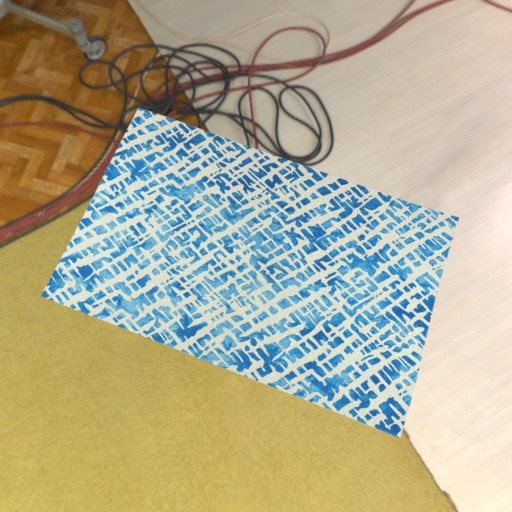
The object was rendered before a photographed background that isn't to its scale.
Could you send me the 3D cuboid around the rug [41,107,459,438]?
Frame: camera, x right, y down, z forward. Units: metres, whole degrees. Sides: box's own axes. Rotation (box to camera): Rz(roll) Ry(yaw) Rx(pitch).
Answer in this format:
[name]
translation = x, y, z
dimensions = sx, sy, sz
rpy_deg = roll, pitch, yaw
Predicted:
[rug]
translation = 0.000, 0.000, 2.983
dimensions = 2.447, 0.011, 1.520
rpy_deg = 20, 75, 6
